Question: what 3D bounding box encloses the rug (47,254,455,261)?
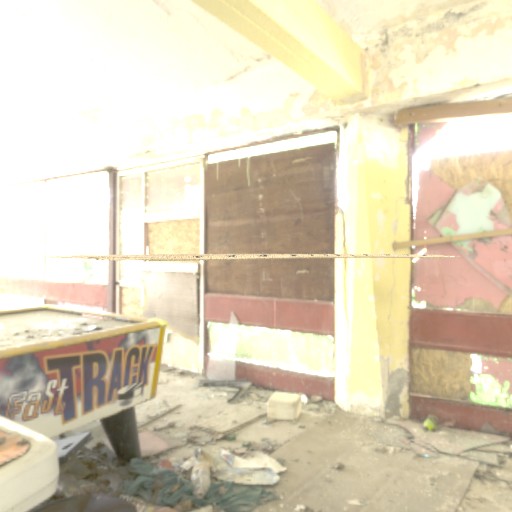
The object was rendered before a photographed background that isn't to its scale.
[{"bbox_3d":[0.000,0.000,3.268,2.615,0.029,1.664,0,0,-35],"label":"rug"}]
